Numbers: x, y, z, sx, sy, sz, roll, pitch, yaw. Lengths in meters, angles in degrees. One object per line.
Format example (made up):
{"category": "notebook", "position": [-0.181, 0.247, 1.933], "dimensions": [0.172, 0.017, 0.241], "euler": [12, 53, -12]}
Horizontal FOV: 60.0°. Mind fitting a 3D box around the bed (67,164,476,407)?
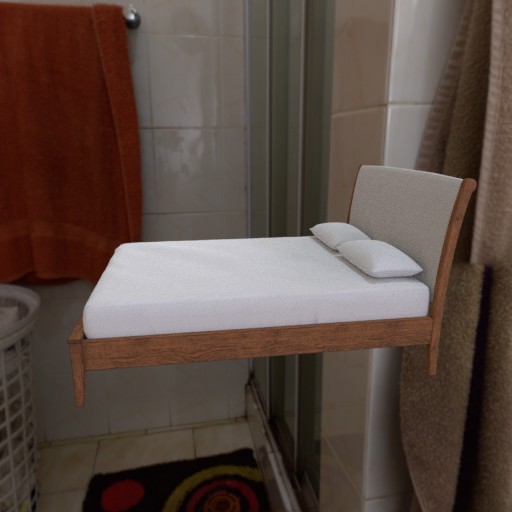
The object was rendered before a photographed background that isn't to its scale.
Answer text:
{"category": "bed", "position": [0.000, 0.000, 2.982], "dimensions": [2.108, 1.135, 1.502], "euler": [-2, 15, -9]}
